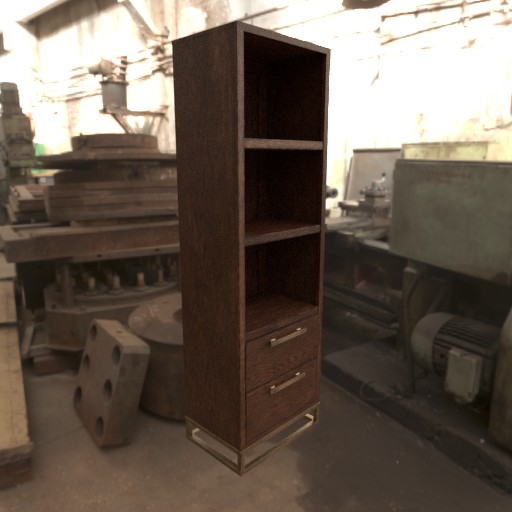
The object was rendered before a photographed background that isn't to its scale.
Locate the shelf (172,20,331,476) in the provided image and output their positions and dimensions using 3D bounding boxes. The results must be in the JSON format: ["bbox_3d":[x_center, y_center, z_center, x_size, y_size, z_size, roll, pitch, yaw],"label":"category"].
[{"bbox_3d":[0.000,0.000,1.956,0.395,1.732,0.539,12,17,43],"label":"shelf"}]
